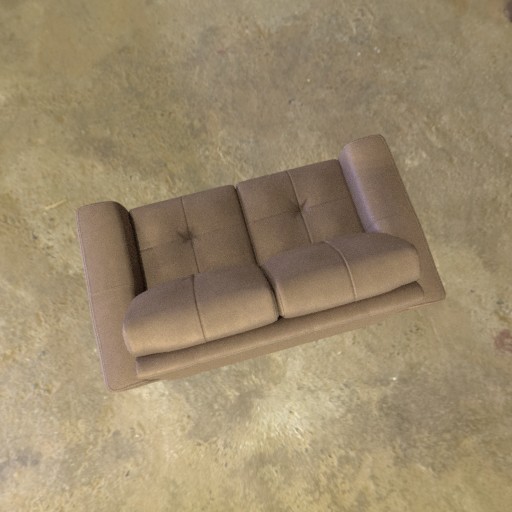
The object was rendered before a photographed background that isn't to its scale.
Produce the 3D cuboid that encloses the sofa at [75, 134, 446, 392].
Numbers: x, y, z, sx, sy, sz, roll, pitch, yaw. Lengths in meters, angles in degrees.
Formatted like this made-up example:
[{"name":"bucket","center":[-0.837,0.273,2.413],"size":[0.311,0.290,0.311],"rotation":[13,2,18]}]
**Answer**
[{"name":"sofa","center":[0.000,0.000,2.407],"size":[1.806,0.907,1.018],"rotation":[-15,74,-4]}]
